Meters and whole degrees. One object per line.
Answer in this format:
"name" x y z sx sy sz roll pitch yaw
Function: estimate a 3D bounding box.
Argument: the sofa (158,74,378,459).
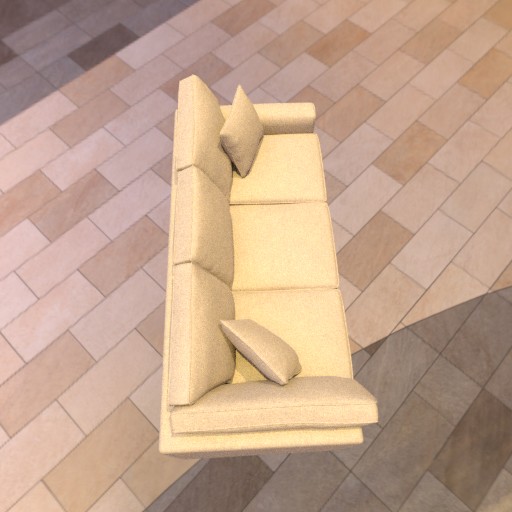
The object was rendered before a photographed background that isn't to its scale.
"sofa" 0.000 0.000 2.853 1.061 0.962 2.317 -2 64 -1
